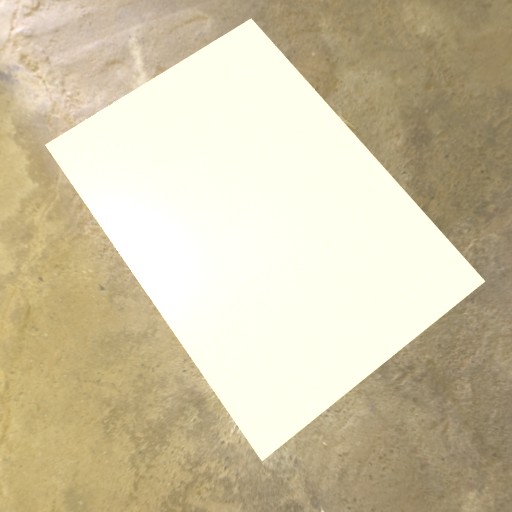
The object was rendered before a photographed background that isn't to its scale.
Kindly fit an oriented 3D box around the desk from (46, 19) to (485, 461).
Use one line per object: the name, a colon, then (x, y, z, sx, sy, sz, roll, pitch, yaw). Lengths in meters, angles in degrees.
desk: (0.000, 0.000, 1.322, 0.573, 0.766, 0.811, -36, 78, -9)
